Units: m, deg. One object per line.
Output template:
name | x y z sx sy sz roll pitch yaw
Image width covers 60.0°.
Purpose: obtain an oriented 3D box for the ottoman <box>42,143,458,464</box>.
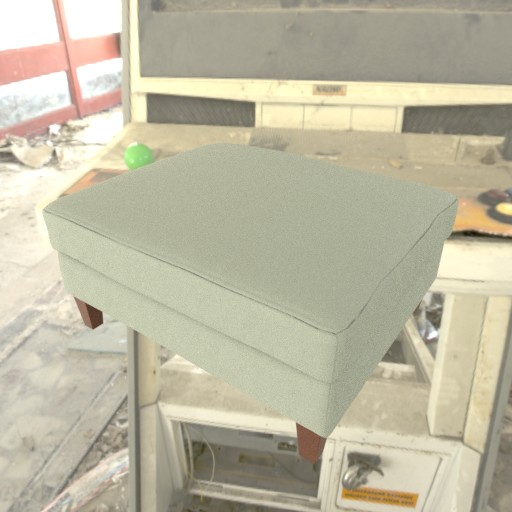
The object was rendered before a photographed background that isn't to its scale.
ottoman | 0.000 0.000 1.431 0.991 0.494 0.842 20 36 30
